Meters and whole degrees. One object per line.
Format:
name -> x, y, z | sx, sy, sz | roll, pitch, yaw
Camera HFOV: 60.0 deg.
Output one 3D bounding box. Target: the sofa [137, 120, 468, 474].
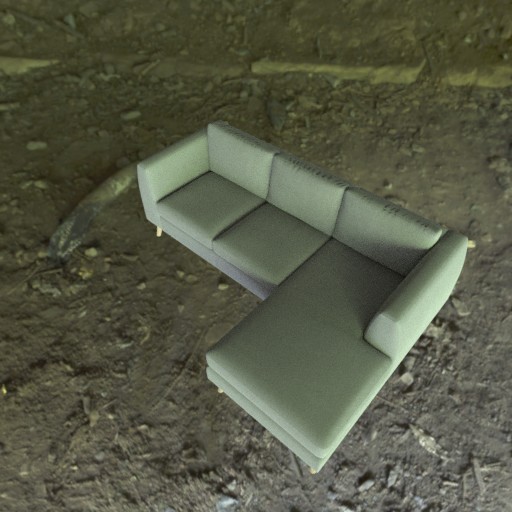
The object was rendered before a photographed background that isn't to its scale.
sofa -> 0.000, 0.000, 3.078 | 2.300, 0.860, 1.580 | 33, 54, 28
